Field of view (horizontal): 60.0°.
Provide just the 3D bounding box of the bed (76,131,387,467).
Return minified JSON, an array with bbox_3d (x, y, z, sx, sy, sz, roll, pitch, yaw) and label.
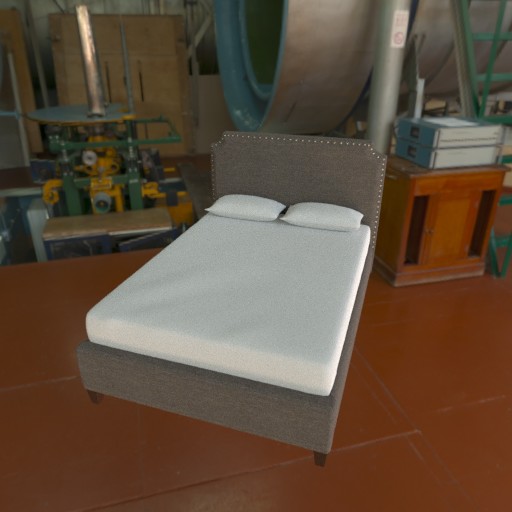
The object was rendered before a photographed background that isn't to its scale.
[{"bbox_3d":[0.000,0.000,3.513,1.713,1.457,2.381,8,27,17],"label":"bed"}]
